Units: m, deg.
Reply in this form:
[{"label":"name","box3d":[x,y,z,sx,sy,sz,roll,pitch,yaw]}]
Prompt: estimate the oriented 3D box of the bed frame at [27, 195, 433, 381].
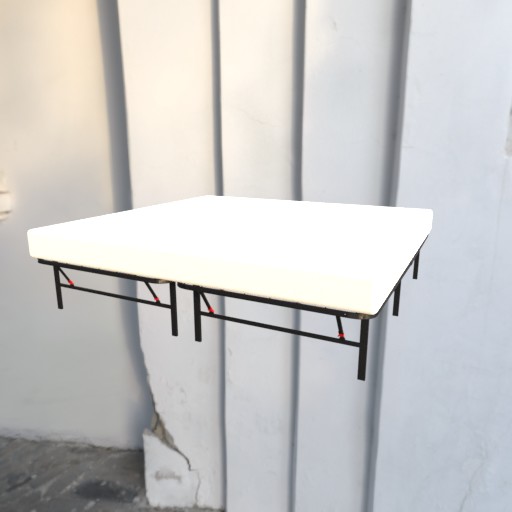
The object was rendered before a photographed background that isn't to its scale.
[{"label":"bed frame","box3d":[0.000,0.000,3.032,2.033,0.525,1.935,7,16,26]}]
